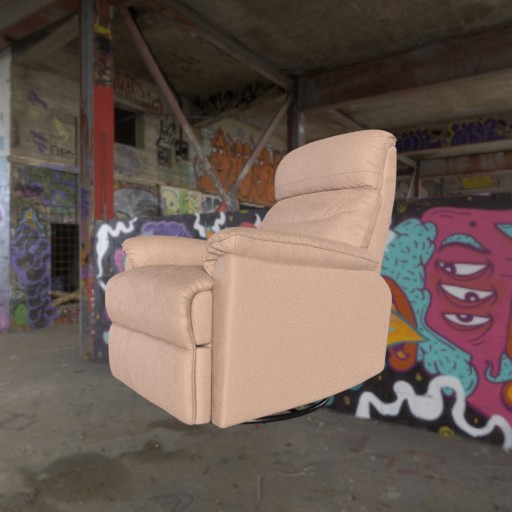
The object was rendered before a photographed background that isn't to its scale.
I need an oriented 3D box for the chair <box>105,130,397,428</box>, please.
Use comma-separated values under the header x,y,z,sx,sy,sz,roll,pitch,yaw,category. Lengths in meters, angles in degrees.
x,y,z,sx,sy,sz,roll,pitch,yaw,category
0.000,0.000,1.710,1.004,1.037,0.820,0,0,-36,chair
